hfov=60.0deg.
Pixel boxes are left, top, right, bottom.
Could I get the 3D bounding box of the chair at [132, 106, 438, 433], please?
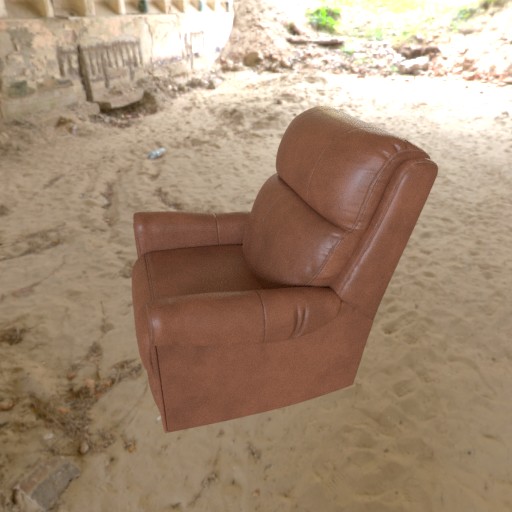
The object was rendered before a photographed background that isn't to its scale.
[{"bbox_3d":[0.000,0.000,1.799,1.014,1.054,0.838,-8,30,-15],"label":"chair"}]
